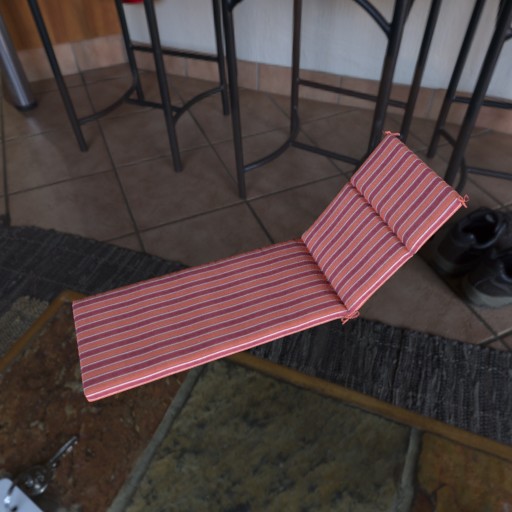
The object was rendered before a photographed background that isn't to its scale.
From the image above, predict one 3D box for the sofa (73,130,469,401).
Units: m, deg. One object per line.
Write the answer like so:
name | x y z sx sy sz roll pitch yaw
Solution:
sofa | 0.000 0.000 1.945 1.663 0.622 0.582 -16 49 -14
